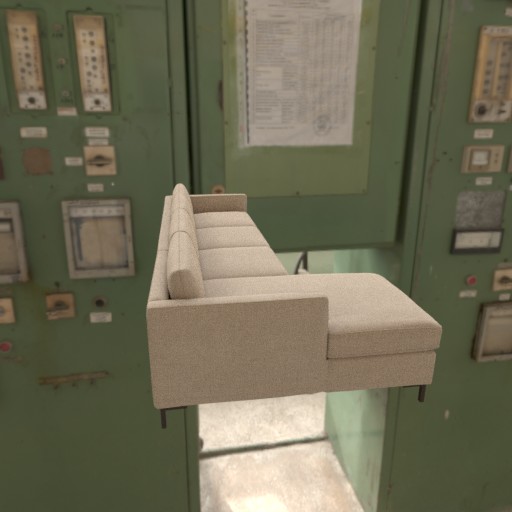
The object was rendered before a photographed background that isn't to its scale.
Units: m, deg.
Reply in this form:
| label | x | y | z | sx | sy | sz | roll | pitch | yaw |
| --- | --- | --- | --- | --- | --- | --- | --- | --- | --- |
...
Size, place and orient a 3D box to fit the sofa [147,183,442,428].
| label | x | y | z | sx | sy | sz | roll | pitch | yaw |
| --- | --- | --- | --- | --- | --- | --- | --- | --- | --- |
| sofa | 0.000 | 0.000 | 3.499 | 1.469 | 0.816 | 2.923 | -3 | 18 | -9 |
